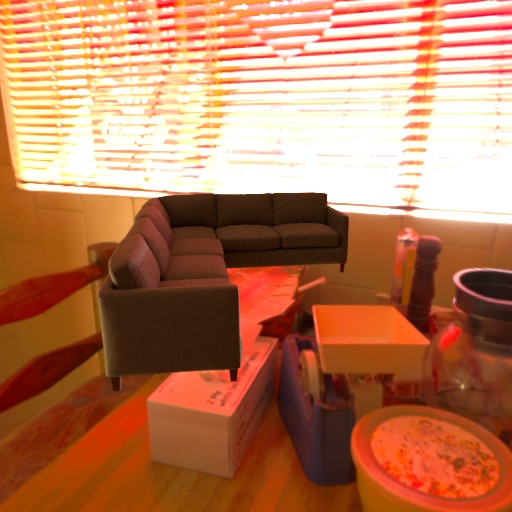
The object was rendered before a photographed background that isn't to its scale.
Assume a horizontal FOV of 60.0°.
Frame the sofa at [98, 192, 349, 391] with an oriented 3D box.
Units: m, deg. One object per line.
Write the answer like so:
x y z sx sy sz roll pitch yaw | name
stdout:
0.000 0.000 4.591 2.593 0.947 3.302 -2 16 -8 | sofa
